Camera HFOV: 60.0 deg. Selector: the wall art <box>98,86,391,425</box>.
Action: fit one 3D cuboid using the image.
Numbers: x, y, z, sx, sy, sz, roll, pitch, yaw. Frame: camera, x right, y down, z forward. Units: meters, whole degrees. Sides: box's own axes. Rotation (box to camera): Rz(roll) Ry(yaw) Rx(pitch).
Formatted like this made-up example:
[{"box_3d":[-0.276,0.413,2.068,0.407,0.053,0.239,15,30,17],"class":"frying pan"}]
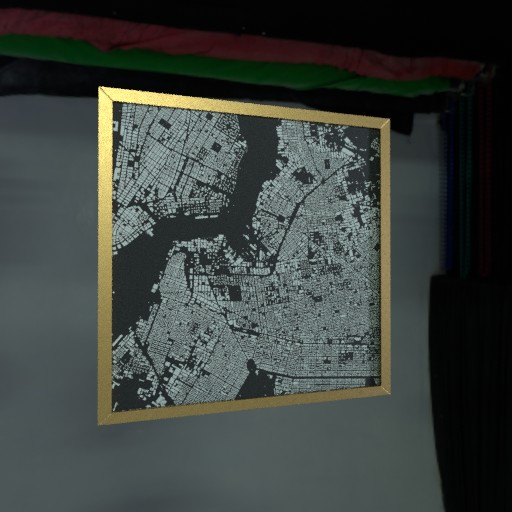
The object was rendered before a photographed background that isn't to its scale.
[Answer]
[{"box_3d":[0.000,0.000,1.918,1.284,1.284,0.095,0,-1,-18],"class":"wall art"}]
